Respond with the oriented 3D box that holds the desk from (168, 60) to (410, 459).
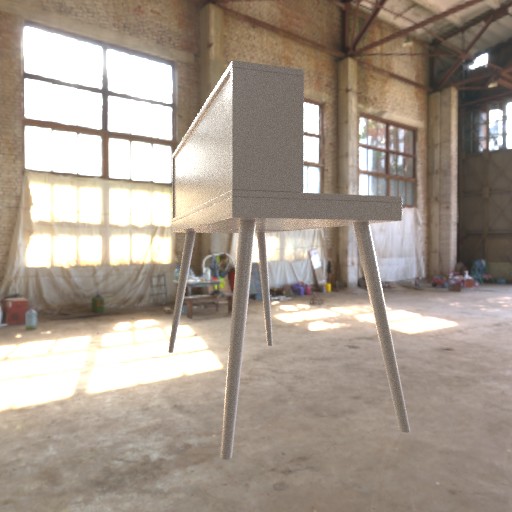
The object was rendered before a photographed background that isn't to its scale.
[{"bbox_3d":[0.000,0.000,1.747,0.559,0.990,1.199,0,1,-18],"label":"desk"}]
